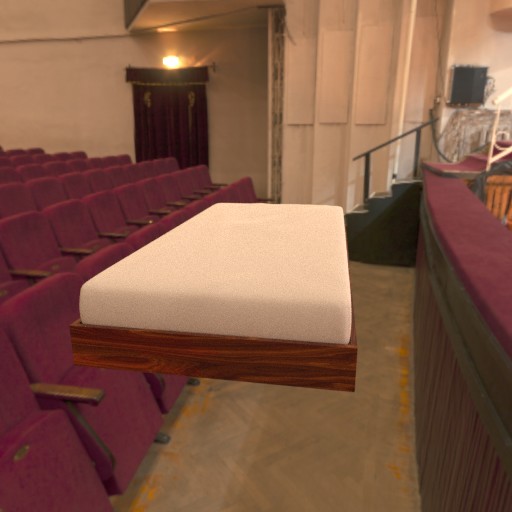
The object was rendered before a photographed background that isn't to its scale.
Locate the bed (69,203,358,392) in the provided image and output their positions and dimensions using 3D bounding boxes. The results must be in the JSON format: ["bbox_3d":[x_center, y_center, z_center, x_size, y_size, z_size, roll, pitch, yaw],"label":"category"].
[{"bbox_3d":[0.000,0.000,2.281,0.940,0.312,1.860,3,16,10],"label":"bed"}]
